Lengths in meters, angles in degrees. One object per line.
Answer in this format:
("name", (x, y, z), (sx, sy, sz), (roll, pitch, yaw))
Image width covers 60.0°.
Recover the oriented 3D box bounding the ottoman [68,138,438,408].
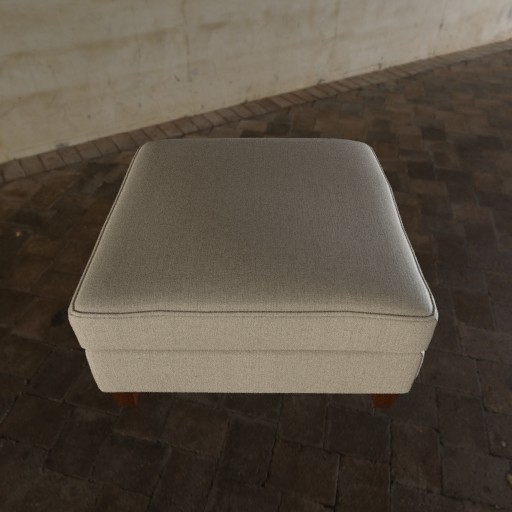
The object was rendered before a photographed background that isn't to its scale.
("ottoman", (0.000, 0.000, 1.382), (0.838, 0.478, 0.838), (0, 41, 0))
